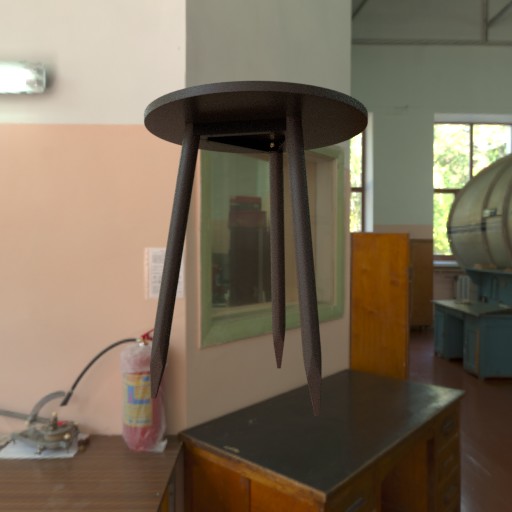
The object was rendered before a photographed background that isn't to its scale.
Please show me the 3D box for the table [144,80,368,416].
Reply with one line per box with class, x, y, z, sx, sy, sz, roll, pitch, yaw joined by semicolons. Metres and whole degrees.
table;0.000;0.000;0.938;0.457;0.585;0.457;0;1;0
